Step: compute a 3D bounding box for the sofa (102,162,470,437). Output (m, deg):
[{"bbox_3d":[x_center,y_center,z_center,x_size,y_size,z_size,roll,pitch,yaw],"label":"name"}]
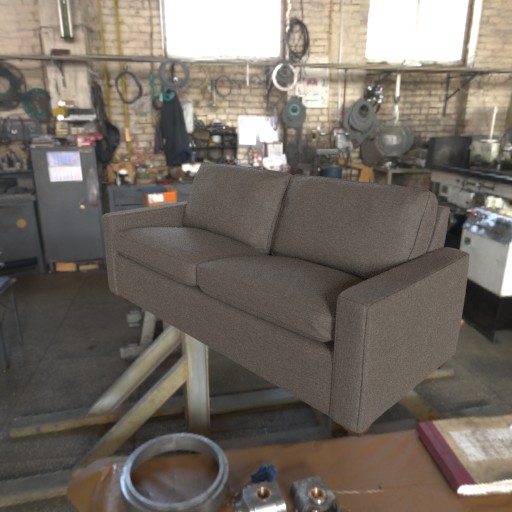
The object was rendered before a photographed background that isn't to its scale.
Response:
[{"bbox_3d":[0.000,0.000,2.568,0.940,0.919,2.080,-16,24,-41],"label":"sofa"}]
